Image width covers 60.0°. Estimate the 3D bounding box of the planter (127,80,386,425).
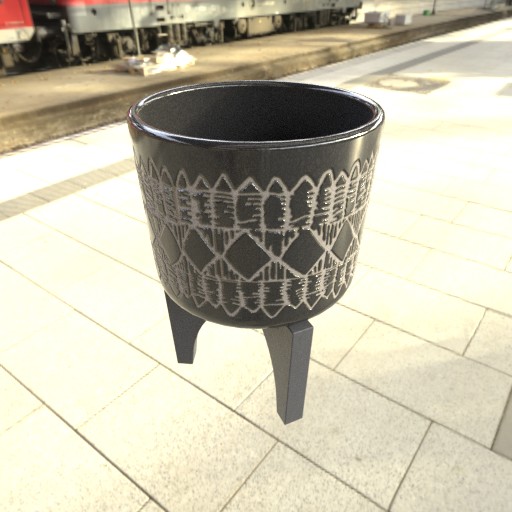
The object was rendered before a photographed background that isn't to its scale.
[{"bbox_3d":[0.000,0.000,0.533,0.251,0.355,0.251,20,38,29],"label":"planter"}]
